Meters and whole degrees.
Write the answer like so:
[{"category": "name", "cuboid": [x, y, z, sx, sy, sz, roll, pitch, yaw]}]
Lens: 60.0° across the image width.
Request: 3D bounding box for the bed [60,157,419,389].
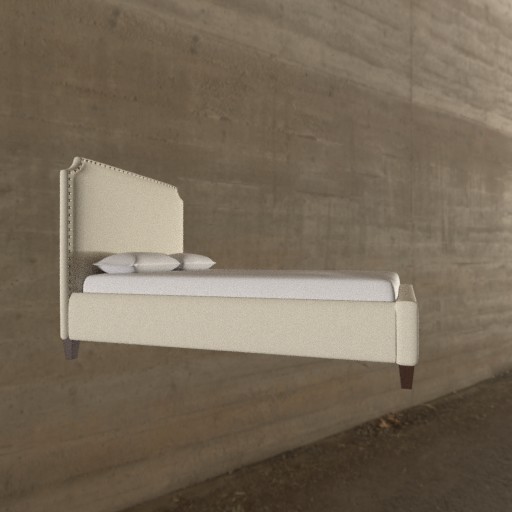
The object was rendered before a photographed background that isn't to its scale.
[{"category": "bed", "cuboid": [0.000, 0.000, 3.509, 2.372, 1.443, 1.712, 0, 0, 19]}]
